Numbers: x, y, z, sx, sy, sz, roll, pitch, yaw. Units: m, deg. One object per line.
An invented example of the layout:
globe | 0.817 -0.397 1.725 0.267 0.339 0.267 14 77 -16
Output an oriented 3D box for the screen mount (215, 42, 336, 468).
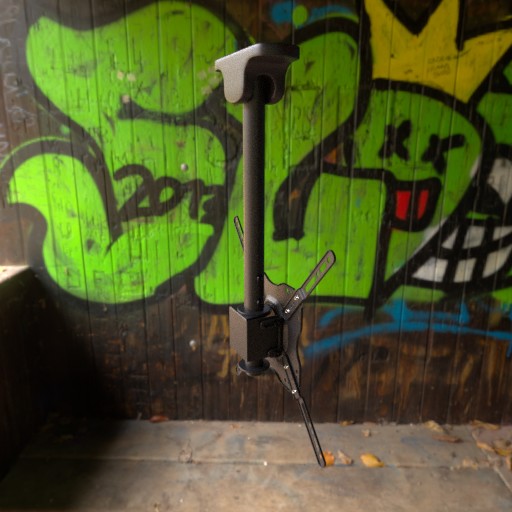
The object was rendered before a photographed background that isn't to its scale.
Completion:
screen mount | 0.000 0.000 0.868 0.090 0.729 0.393 -7 17 -26
